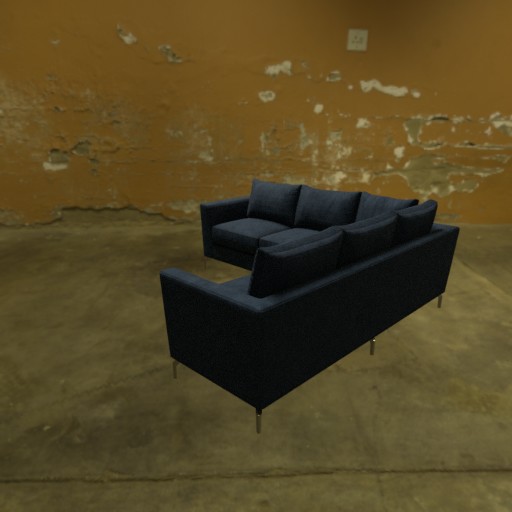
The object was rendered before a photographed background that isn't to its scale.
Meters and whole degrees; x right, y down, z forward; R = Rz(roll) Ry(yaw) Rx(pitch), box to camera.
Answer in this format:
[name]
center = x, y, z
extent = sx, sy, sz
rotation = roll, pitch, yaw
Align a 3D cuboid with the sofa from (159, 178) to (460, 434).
[sofa]
center = 0.000, 0.000, 3.831
extent = 2.472, 0.988, 2.463
rotation = 16, 23, 42
